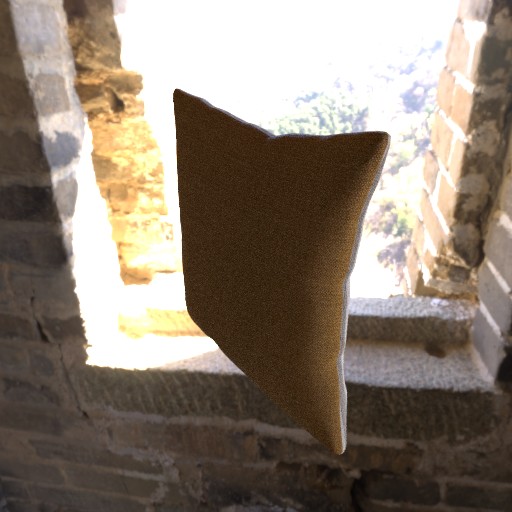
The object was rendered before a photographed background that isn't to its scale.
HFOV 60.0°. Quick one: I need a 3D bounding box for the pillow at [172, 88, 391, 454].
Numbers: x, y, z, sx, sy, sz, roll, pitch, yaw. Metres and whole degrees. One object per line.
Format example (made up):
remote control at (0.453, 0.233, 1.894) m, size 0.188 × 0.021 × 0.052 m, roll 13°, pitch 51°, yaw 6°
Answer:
pillow at (0.000, 0.000, 0.658) m, size 0.147 × 0.437 × 0.432 m, roll -18°, pitch 32°, yaw -32°
